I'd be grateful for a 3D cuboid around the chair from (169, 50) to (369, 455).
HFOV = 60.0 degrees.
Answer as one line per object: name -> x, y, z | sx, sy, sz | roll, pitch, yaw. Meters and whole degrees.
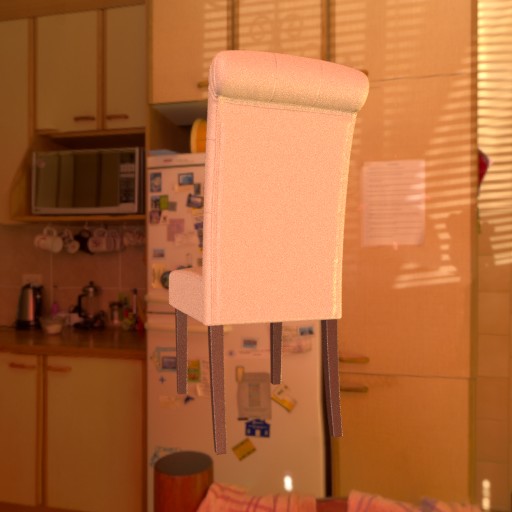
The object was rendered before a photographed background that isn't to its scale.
chair -> 0.000, 0.000, 1.391 | 0.456, 1.006, 0.671 | 0, 0, -19
